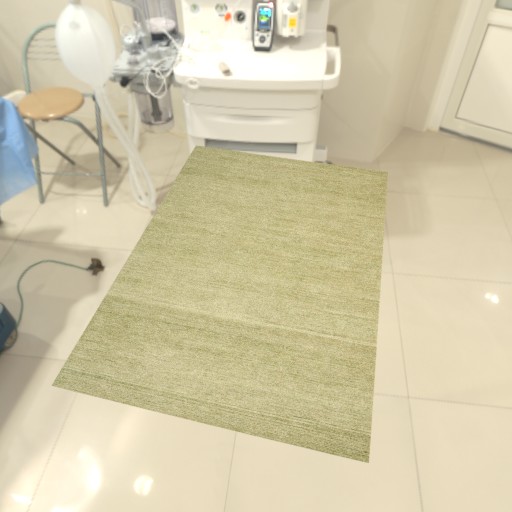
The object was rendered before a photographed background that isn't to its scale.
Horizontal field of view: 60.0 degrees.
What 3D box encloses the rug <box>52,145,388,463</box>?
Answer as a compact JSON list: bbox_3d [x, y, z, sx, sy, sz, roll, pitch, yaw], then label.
[{"bbox_3d":[0.000,0.000,2.895,1.606,0.017,2.270,10,48,9],"label":"rug"}]
